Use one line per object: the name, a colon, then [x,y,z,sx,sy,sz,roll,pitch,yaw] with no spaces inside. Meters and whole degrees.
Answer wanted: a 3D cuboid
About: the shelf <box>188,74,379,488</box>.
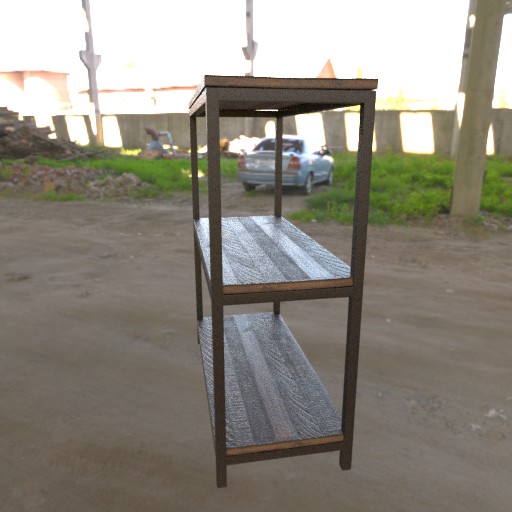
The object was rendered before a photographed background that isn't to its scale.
shelf: [0.000,0.000,1.380,0.352,0.947,0.822,-3,16,-10]
